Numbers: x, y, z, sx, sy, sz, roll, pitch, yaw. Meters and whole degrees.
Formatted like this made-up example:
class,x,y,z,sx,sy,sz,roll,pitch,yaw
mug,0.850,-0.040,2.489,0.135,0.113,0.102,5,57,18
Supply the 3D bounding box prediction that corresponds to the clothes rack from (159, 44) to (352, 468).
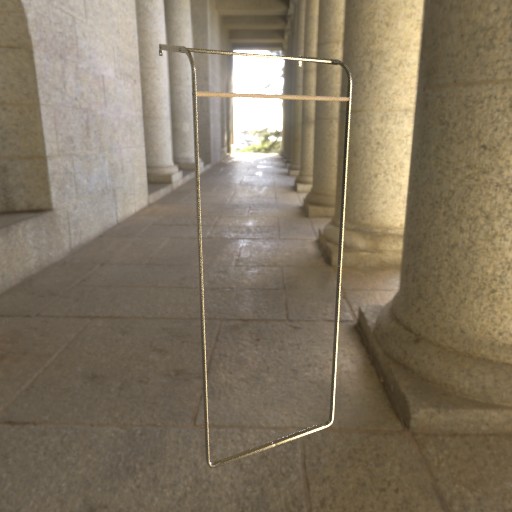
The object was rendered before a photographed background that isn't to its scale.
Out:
class,x,y,z,sx,sy,sz,roll,pitch,yaw
clothes rack,0.000,0.000,1.792,0.609,1.574,0.349,-8,18,-26
